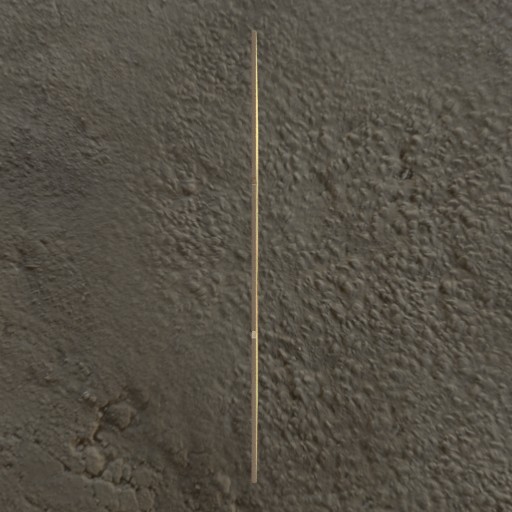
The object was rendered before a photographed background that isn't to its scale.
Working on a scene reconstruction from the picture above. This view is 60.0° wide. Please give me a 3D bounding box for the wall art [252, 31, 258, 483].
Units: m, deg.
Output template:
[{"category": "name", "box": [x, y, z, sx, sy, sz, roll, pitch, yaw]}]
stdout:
[{"category": "wall art", "box": [0.000, 0.000, 1.803, 0.013, 1.218, 1.219, 0, 91, 1]}]
